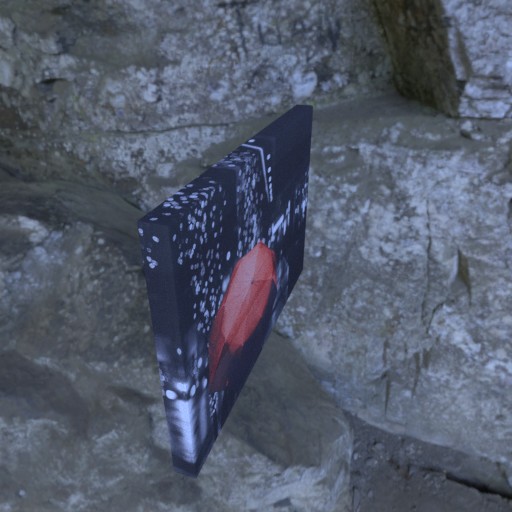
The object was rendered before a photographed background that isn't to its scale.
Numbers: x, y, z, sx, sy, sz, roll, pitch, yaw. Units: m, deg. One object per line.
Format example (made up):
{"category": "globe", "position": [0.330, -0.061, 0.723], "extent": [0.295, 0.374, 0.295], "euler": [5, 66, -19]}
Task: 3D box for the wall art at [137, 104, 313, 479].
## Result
{"category": "wall art", "position": [0.000, 0.000, 0.789], "extent": [0.037, 0.406, 0.609], "euler": [10, 32, 17]}
